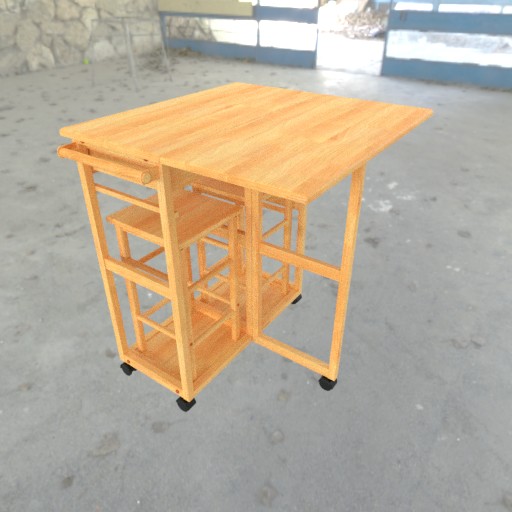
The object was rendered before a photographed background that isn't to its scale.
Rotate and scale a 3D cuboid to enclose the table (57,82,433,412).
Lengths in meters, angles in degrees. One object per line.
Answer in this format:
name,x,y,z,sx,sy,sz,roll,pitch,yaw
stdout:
table,0.000,0.000,1.365,0.693,0.832,0.752,20,37,29
